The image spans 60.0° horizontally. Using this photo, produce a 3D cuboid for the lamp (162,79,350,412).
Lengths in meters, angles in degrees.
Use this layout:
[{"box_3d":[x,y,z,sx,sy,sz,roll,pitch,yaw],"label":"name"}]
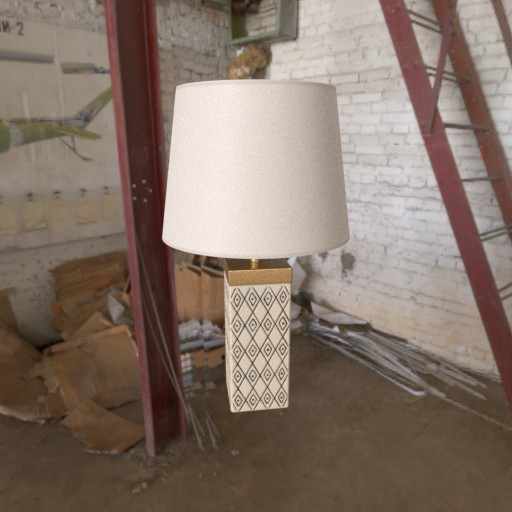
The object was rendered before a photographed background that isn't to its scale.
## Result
[{"box_3d":[0.000,0.000,0.614,0.251,0.435,0.251,0,15,0],"label":"lamp"}]
